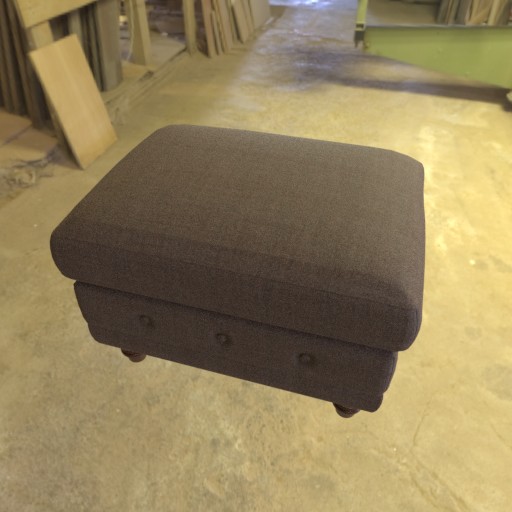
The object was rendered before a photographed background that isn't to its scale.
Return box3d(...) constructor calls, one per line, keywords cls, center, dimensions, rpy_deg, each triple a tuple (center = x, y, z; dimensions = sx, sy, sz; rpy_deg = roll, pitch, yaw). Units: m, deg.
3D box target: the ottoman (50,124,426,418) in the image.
box3d(cls="ottoman", center=(0.000, 0.000, 1.211), dimensions=(0.809, 0.555, 0.599), rpy_deg=(11, 41, 13))
